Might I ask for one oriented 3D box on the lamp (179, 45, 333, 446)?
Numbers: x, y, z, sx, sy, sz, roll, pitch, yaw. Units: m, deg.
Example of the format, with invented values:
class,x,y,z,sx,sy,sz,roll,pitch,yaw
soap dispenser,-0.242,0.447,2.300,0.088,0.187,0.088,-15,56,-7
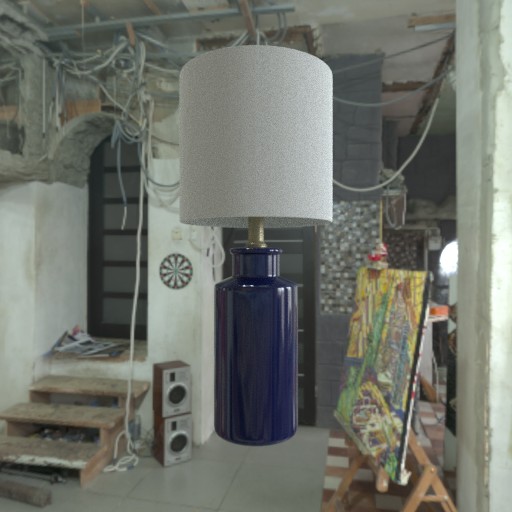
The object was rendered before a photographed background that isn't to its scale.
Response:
class,x,y,z,sx,sy,sz,roll,pitch,yaw
lamp,0.000,0.000,0.623,0.212,0.493,0.212,0,0,-18
